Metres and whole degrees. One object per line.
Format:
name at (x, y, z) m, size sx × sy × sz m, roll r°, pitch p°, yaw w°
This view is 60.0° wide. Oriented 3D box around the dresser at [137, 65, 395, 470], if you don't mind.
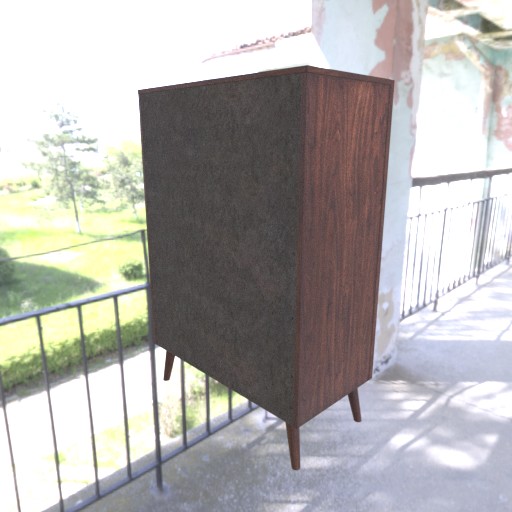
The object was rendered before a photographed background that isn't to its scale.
dresser at (0.000, 0.000, 1.890) m, size 0.498 × 1.365 × 0.919 m, roll -14°, pitch 21°, yaw -42°
